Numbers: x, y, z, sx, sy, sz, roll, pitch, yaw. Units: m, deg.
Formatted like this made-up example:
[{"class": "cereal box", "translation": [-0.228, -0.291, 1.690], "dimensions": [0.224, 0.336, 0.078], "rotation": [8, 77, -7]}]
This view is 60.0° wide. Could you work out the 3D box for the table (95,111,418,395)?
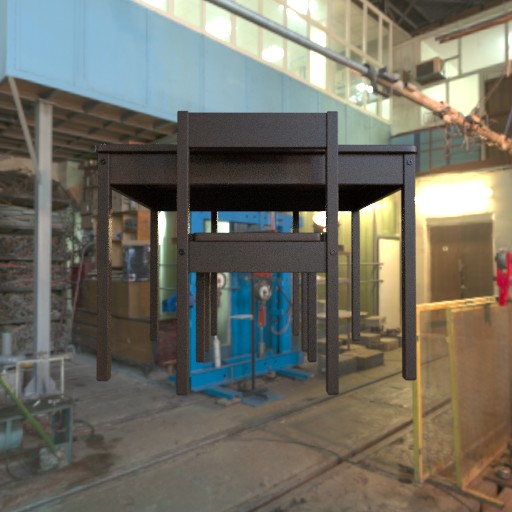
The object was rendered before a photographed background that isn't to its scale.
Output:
[{"class": "table", "translation": [0.000, 0.000, 1.115], "dimensions": [0.650, 0.503, 0.672], "rotation": [0, -1, -1]}]
